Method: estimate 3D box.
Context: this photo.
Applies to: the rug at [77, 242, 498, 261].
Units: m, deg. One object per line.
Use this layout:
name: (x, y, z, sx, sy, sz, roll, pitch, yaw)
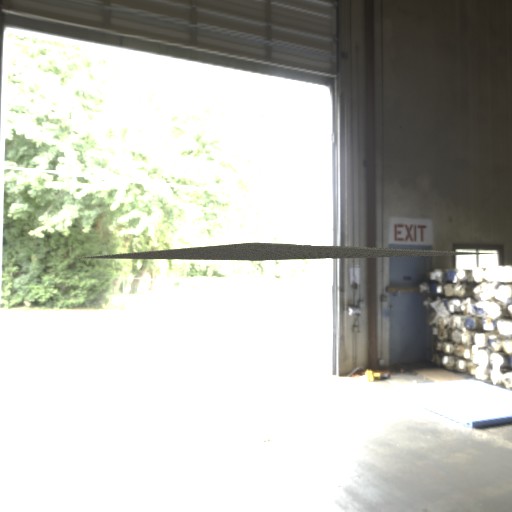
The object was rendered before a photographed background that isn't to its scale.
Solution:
rug: (0.000, 0.000, 4.060, 2.354, 0.007, 3.196, 1, -2, -36)
